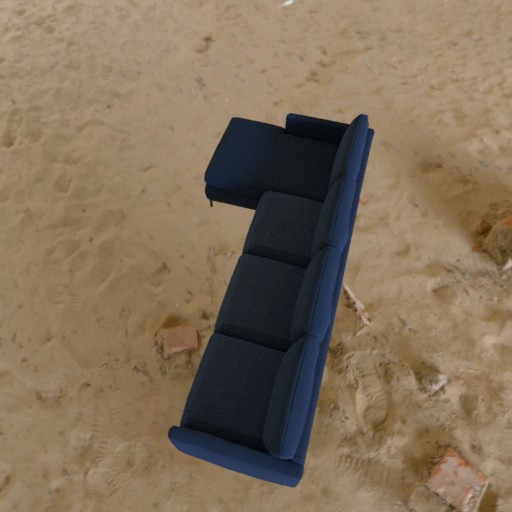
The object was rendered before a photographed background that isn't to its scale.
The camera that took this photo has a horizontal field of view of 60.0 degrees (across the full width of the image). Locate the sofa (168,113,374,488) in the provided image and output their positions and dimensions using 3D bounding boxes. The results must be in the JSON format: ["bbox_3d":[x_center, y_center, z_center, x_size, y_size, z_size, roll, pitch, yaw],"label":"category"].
[{"bbox_3d":[0.000,0.000,2.844,1.128,0.679,2.450,14,58,9],"label":"sofa"}]
